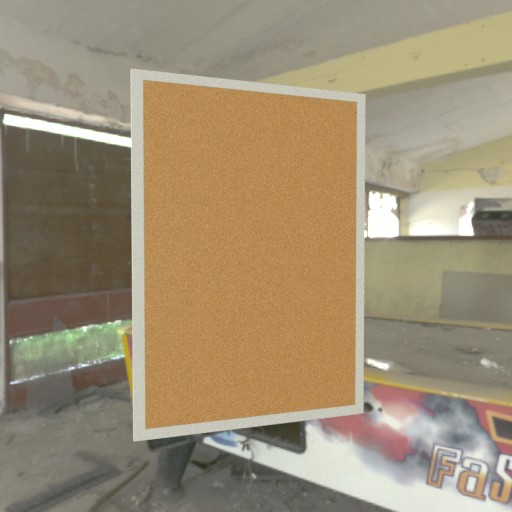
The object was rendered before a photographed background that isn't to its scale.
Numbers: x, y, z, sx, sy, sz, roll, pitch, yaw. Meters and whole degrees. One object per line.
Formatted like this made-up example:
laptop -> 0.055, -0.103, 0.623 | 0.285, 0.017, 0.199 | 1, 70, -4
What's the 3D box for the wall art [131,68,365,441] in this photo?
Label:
wall art -> 0.000, 0.000, 0.563 | 0.303, 0.433, 0.013 | 0, 2, -17
